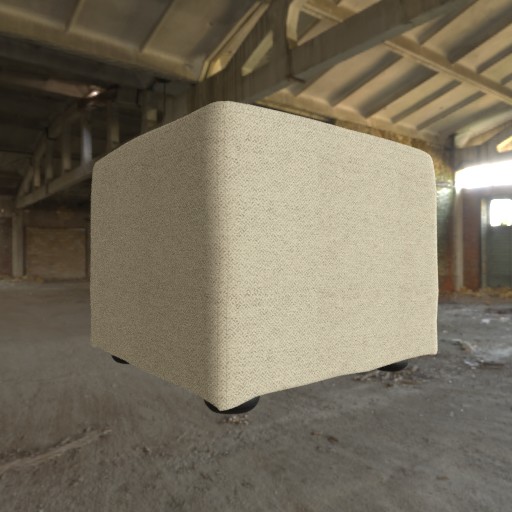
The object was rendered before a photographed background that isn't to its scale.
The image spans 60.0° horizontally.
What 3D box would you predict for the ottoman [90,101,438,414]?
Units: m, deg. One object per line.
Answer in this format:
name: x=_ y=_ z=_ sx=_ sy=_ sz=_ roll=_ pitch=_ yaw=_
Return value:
ottoman: x=0.000 y=0.000 z=0.901 sx=0.521 sy=0.453 sz=0.512 roll=0 pitch=0 yaw=-38
